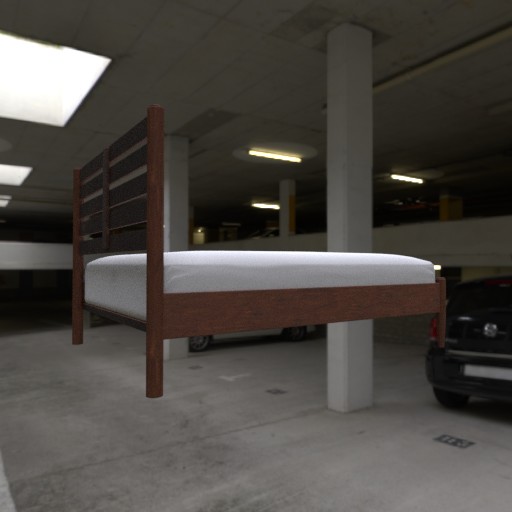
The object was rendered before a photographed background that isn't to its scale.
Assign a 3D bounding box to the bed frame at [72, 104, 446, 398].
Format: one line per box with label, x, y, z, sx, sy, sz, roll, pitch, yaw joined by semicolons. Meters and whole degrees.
bed frame;0.000;0.000;3.274;2.234;1.321;1.655;1;-1;-34
